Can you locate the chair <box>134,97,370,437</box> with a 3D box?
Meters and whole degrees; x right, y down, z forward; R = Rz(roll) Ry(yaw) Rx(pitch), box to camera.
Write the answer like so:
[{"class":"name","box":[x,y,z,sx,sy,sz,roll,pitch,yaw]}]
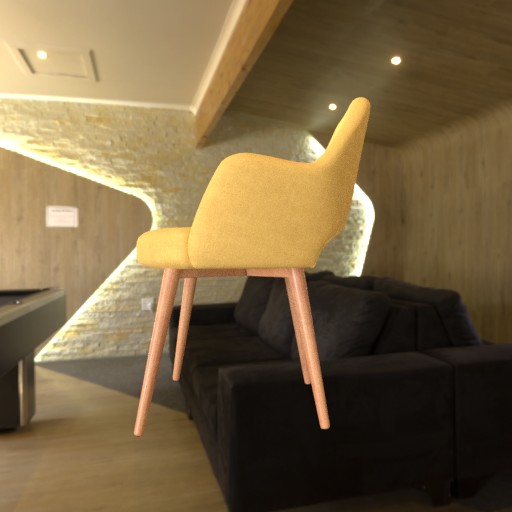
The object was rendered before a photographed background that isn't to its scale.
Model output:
[{"class":"chair","box":[0.000,0.000,1.259,0.610,0.840,0.590,0,0,0]}]
